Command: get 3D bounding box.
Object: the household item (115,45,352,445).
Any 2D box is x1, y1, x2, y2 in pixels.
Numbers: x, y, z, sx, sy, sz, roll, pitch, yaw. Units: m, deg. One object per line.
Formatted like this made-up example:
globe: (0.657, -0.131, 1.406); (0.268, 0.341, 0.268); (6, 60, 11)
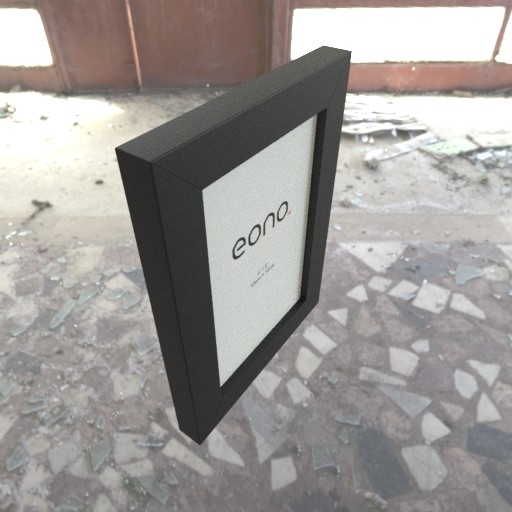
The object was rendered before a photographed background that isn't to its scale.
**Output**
household item: (0.000, 0.000, 0.234); (0.022, 0.178, 0.133); (25, 47, 26)
